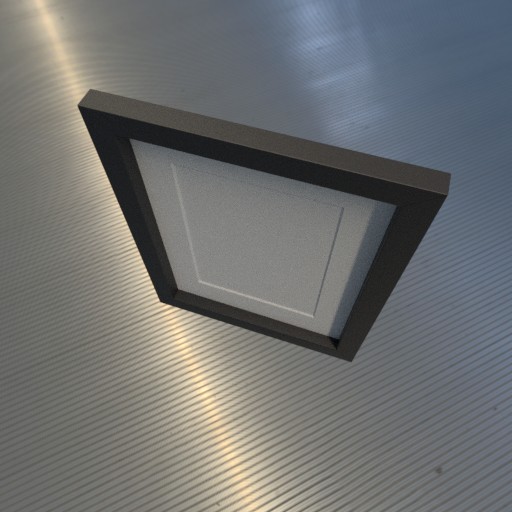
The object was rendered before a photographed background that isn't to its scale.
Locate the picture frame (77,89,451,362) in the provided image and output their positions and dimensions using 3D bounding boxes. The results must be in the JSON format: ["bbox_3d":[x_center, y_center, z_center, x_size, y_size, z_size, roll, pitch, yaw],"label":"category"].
[{"bbox_3d":[0.000,0.000,0.520,0.307,0.383,0.036,16,60,10],"label":"picture frame"}]
